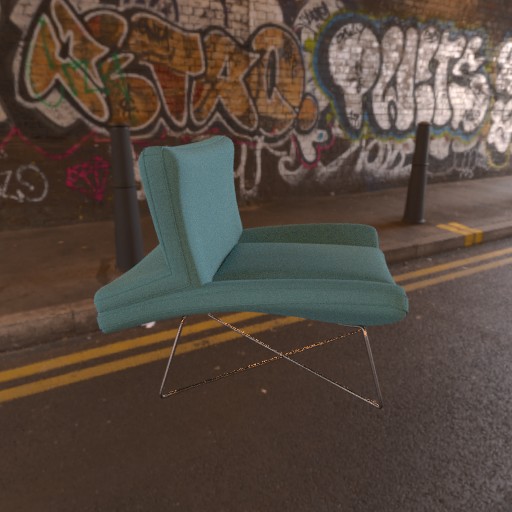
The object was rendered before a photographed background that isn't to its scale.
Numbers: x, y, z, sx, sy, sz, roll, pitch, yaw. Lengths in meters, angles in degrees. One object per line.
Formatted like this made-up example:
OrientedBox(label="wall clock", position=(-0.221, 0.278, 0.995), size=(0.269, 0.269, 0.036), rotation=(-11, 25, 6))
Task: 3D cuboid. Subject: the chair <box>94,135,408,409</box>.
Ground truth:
OrientedBox(label="chair", position=(0.000, 0.000, 1.688), size=(1.008, 0.855, 0.859), rotation=(2, 17, 8))
